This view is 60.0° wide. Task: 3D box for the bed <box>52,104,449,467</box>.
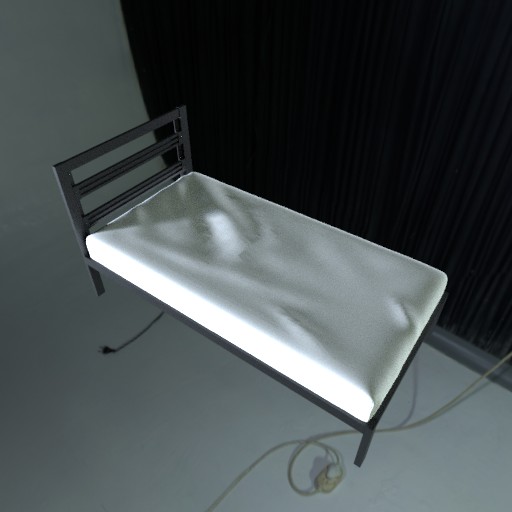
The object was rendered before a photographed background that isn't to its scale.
[{"bbox_3d":[0.000,0.000,2.504,1.930,0.967,0.991,26,47,26],"label":"bed"}]
